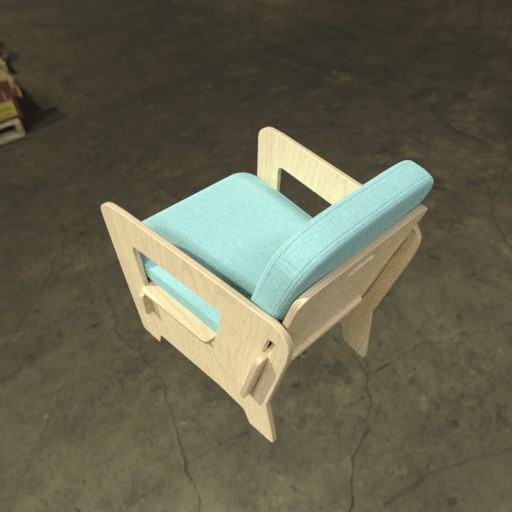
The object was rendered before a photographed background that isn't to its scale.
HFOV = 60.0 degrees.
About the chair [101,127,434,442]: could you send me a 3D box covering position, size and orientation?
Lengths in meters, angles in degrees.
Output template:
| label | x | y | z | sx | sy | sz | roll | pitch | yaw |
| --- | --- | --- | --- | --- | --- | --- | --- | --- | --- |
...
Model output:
| label | x | y | z | sx | sy | sz | roll | pitch | yaw |
| --- | --- | --- | --- | --- | --- | --- | --- | --- | --- |
| chair | 0.000 | 0.000 | 1.270 | 0.590 | 0.800 | 0.710 | -33 | 54 | -28 |
